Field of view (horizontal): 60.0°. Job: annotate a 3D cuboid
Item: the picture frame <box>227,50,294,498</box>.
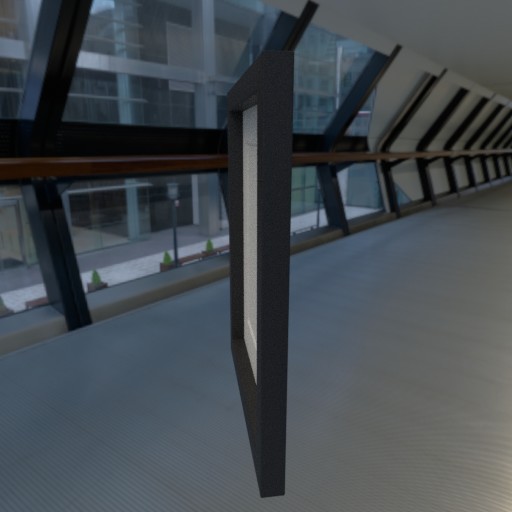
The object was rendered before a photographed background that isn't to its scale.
[{"bbox_3d":[0.000,0.000,0.511,0.036,0.383,0.307,-2,15,-8],"label":"picture frame"}]
